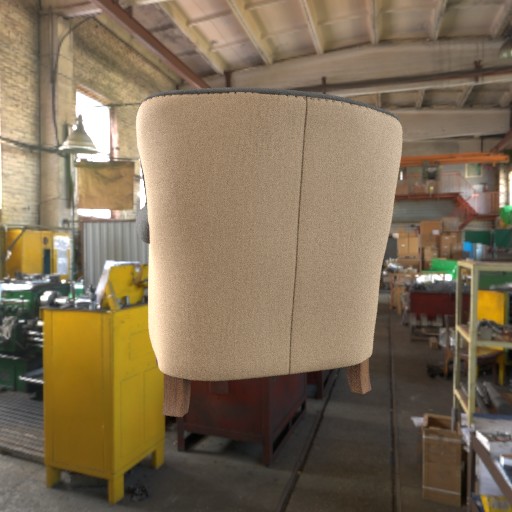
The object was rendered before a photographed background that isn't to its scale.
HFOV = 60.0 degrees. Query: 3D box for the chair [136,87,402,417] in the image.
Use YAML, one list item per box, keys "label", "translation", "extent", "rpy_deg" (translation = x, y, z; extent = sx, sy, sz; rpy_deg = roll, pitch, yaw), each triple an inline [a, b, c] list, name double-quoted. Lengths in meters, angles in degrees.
- label: "chair"
  translation: [0.000, 0.000, 1.626]
  extent: [0.861, 0.936, 0.921]
  rpy_deg: [0, 1, -17]
